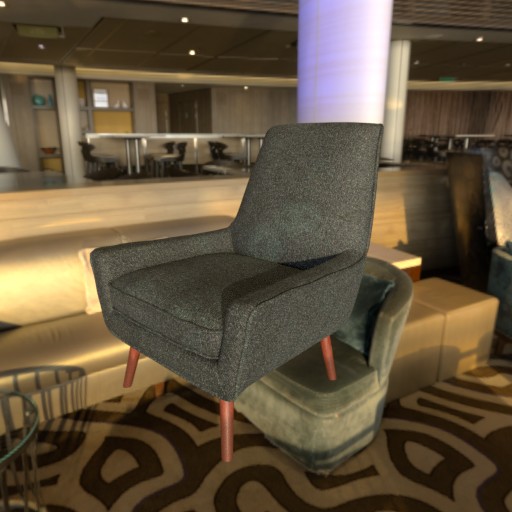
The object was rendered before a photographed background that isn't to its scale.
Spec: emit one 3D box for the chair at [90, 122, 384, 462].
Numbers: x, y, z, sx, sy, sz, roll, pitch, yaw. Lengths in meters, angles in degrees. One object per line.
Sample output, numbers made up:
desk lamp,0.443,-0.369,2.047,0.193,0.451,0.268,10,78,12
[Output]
chair,0.000,0.000,1.506,0.763,0.883,0.859,14,21,42
